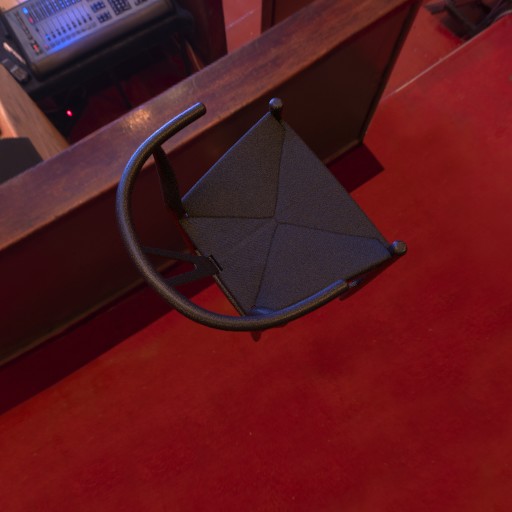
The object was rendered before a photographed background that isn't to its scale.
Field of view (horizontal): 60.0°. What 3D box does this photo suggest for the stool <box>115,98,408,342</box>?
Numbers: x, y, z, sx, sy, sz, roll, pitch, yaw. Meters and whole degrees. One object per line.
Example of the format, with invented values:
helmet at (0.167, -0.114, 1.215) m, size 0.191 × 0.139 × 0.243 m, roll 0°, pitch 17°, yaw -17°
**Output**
stool at (0.000, 0.000, 1.430) m, size 0.579 × 1.072 × 0.569 m, roll -36°, pitch 78°, yaw -9°
